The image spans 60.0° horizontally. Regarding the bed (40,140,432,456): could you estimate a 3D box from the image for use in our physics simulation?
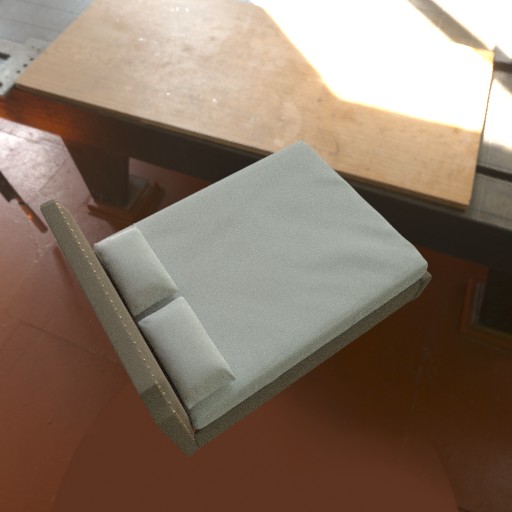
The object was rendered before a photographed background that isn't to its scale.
[{"bbox_3d":[0.000,0.000,3.411,2.329,1.415,1.703,-30,63,-17],"label":"bed"}]
